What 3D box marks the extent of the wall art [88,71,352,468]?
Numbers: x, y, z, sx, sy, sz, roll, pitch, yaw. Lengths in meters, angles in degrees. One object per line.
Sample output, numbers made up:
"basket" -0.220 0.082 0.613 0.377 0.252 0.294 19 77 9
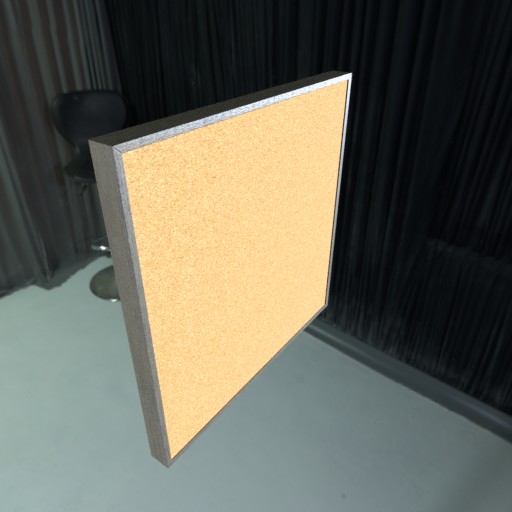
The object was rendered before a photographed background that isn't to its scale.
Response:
"wall art" 0.000 0.000 0.735 0.037 0.507 0.507 21 37 30
